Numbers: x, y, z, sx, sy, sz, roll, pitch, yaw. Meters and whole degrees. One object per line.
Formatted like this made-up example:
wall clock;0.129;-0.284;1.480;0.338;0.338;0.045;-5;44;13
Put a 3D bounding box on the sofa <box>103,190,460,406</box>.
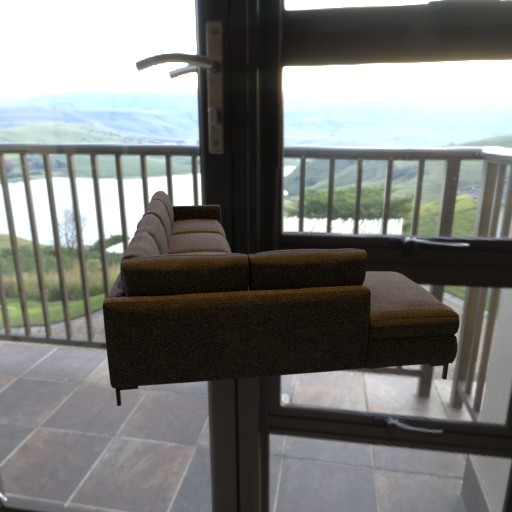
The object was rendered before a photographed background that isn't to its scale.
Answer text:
sofa;0.000;0.000;3.809;2.007;0.815;2.949;-2;16;-8
